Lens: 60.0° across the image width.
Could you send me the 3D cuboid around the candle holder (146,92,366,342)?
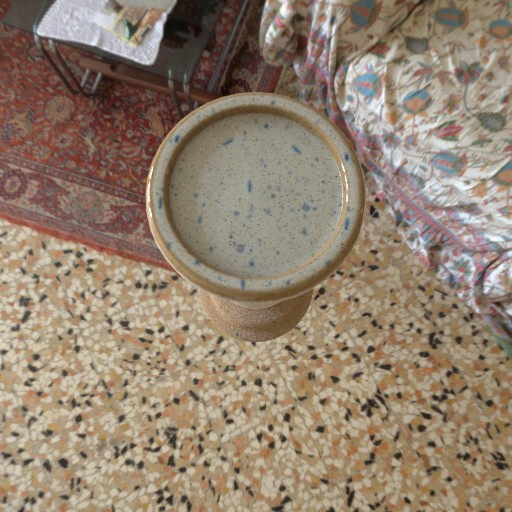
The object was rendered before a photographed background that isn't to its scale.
[{"bbox_3d":[0.000,0.000,0.247,0.088,0.203,0.088,0,77,0],"label":"candle holder"}]
